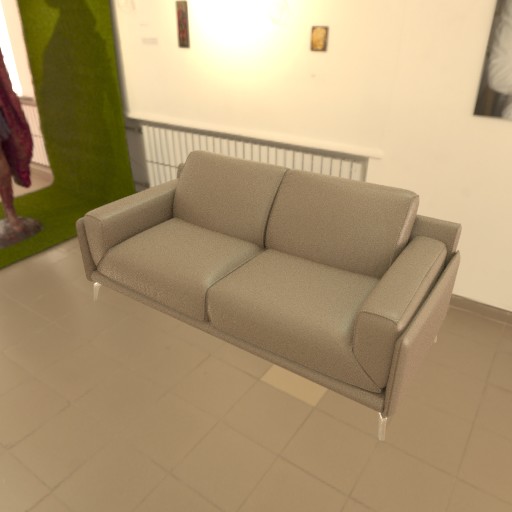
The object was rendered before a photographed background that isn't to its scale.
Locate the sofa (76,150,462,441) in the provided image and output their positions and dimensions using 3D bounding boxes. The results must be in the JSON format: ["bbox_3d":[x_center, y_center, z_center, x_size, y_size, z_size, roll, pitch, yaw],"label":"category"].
[{"bbox_3d":[0.000,0.000,2.630,2.101,0.930,1.049,18,33,30],"label":"sofa"}]
